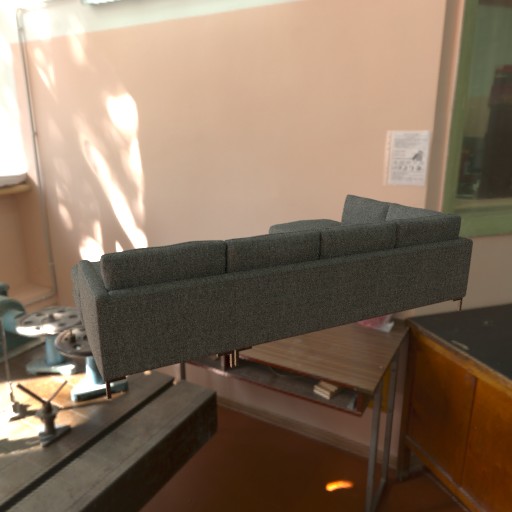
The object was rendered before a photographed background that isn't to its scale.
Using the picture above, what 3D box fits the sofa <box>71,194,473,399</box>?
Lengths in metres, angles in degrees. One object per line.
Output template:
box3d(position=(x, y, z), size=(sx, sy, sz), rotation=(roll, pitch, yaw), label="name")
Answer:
box3d(position=(0.000, 0.000, 3.551), size=(2.737, 0.756, 1.879), rotation=(-8, 17, -26), label="sofa")
